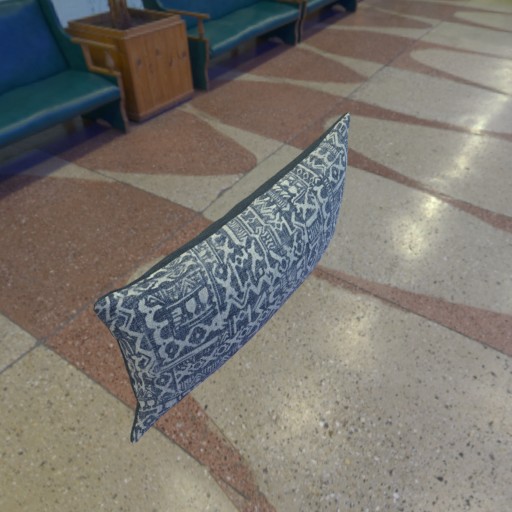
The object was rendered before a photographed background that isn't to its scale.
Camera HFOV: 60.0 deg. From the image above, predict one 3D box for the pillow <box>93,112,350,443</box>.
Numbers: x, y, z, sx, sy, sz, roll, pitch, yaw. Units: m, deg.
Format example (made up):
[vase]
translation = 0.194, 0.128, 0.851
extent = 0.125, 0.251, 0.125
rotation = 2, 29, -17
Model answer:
[pillow]
translation = 0.000, 0.000, 0.754
extent = 0.148, 0.292, 0.631
rotation = 25, 47, 26
